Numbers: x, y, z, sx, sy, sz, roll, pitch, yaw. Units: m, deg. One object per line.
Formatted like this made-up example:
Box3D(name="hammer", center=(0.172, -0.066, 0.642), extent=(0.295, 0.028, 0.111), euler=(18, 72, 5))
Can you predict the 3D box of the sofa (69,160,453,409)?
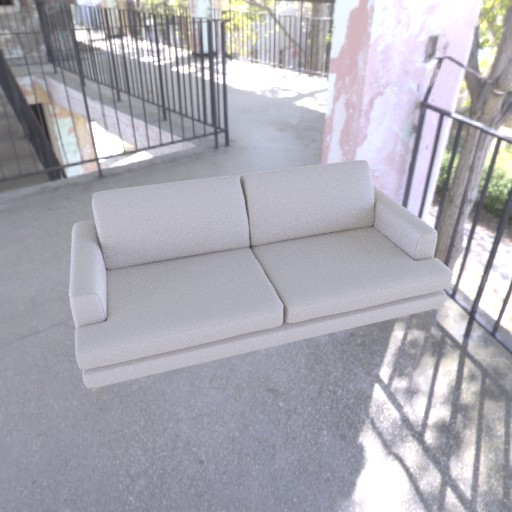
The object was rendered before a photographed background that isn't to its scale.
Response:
Box3D(name="sofa", center=(0.000, 0.000, 2.497), extent=(1.940, 0.765, 0.974), euler=(-10, 33, -15))
